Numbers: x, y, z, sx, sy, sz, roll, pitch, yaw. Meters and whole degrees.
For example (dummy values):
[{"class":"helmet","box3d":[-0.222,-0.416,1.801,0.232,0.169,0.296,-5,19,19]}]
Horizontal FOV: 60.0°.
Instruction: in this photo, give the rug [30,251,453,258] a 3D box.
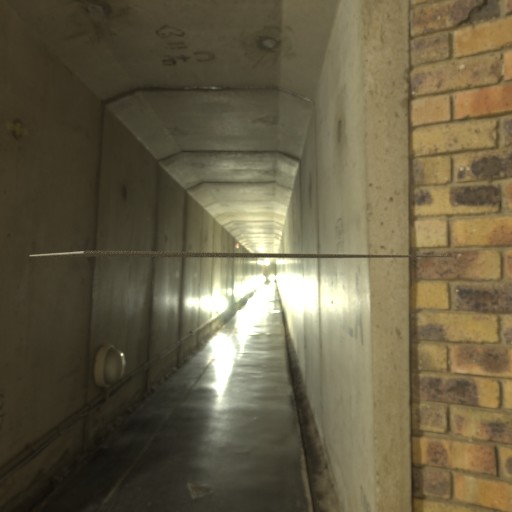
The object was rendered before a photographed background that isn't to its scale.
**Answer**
[{"class":"rug","box3d":[0.000,0.000,3.559,3.048,0.011,1.546,0,-1,-35]}]
